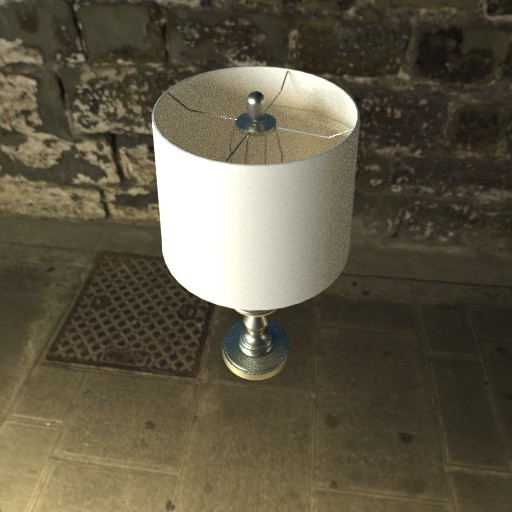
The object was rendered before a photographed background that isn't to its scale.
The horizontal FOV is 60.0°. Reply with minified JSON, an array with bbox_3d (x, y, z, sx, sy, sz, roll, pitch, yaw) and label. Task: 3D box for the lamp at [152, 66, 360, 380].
[{"bbox_3d":[0.000,0.000,0.957,0.383,0.733,0.383,0,45,0],"label":"lamp"}]
